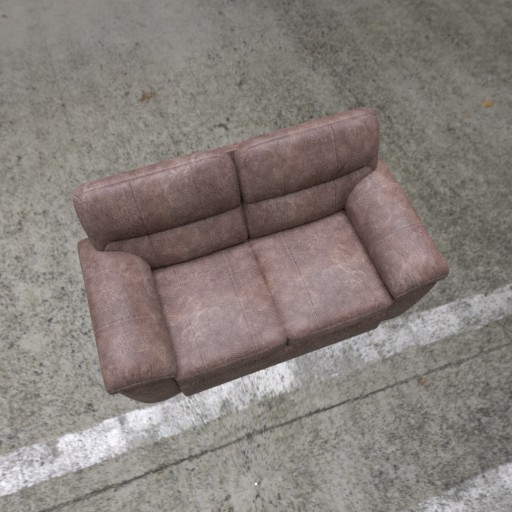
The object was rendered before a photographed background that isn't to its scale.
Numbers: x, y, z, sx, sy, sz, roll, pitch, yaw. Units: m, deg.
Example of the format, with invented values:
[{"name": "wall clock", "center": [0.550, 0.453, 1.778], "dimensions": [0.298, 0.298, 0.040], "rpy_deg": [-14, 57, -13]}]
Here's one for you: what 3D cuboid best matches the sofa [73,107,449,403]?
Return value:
[{"name": "sofa", "center": [0.000, 0.000, 2.384], "dimensions": [1.753, 0.991, 0.991], "rpy_deg": [-18, 64, -9]}]
